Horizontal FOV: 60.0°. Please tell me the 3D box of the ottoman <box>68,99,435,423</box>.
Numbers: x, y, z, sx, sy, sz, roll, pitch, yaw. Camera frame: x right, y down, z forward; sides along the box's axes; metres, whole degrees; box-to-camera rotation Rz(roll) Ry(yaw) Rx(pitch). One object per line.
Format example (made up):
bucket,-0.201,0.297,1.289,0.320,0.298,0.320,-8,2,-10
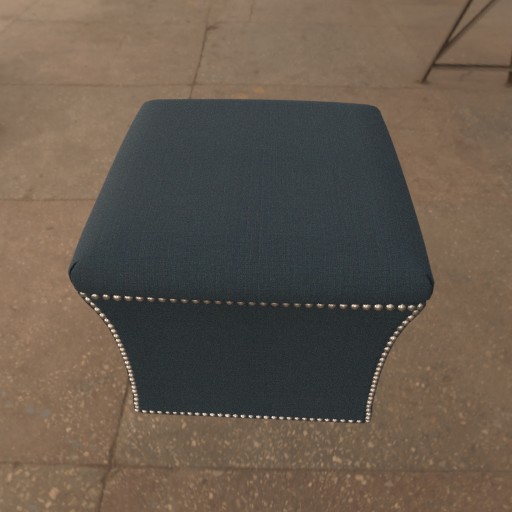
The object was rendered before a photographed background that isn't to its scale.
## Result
ottoman,0.000,0.000,0.885,0.507,0.475,0.497,2,46,2
